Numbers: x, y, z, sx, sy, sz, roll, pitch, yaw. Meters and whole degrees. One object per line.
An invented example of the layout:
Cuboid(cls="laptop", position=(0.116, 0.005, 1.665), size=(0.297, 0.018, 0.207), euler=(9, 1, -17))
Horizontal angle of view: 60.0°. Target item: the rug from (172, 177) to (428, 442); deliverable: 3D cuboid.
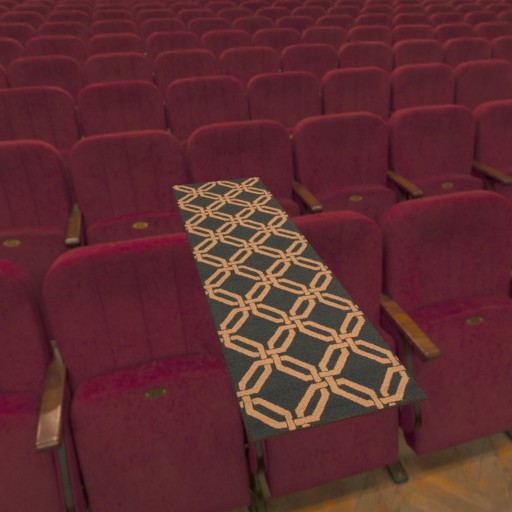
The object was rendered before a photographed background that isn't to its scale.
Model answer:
Cuboid(cls="rug", position=(0.000, 0.000, 2.482), size=(0.678, 0.014, 2.276), euler=(-8, 32, -13))
